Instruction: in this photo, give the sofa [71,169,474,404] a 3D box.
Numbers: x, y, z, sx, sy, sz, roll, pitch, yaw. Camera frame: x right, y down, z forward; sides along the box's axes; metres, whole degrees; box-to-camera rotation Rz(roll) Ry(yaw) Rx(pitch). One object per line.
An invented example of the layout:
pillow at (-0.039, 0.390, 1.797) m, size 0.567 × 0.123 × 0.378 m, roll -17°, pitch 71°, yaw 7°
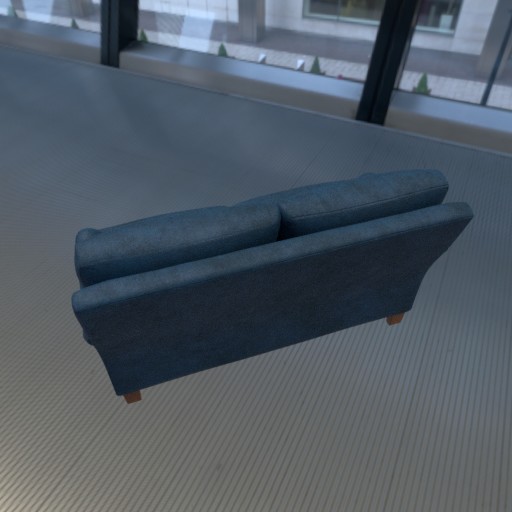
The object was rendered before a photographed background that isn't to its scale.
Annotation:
sofa at (0.000, 0.000, 2.486) m, size 1.853 × 1.101 × 1.084 m, roll -13°, pitch 43°, yaw -14°
